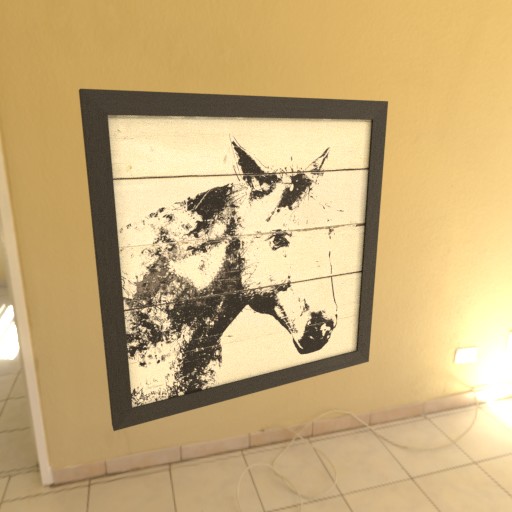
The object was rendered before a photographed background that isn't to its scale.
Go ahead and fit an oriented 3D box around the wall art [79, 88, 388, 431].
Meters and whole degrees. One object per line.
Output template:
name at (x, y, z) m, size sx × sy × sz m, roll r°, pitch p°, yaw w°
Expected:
wall art at (0.000, 0.000, 1.495) m, size 1.016 × 1.016 × 0.038 m, roll -7°, pitch 17°, yaw -25°
